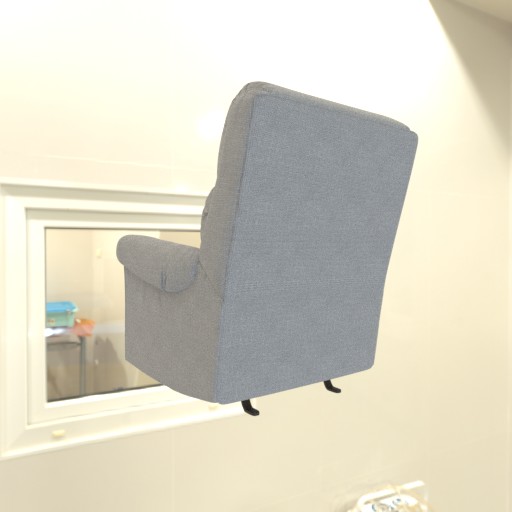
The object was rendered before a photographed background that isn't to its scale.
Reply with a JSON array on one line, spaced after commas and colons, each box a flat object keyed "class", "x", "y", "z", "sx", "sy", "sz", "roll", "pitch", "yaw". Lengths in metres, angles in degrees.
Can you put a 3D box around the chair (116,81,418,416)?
[{"class": "chair", "x": 0.000, "y": 0.000, "z": 1.792, "sx": 0.838, "sy": 1.054, "sz": 1.014, "roll": -1, "pitch": 1, "yaw": -36}]
